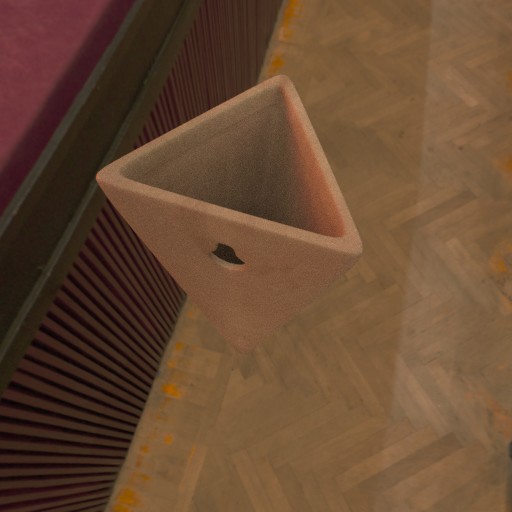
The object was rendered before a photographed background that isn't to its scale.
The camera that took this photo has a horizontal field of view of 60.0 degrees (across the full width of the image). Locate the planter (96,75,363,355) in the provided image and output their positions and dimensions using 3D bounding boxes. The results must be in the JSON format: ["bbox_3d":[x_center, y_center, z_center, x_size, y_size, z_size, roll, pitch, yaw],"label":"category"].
[{"bbox_3d":[0.000,0.000,0.273,0.101,0.224,0.081,17,66,8],"label":"planter"}]
